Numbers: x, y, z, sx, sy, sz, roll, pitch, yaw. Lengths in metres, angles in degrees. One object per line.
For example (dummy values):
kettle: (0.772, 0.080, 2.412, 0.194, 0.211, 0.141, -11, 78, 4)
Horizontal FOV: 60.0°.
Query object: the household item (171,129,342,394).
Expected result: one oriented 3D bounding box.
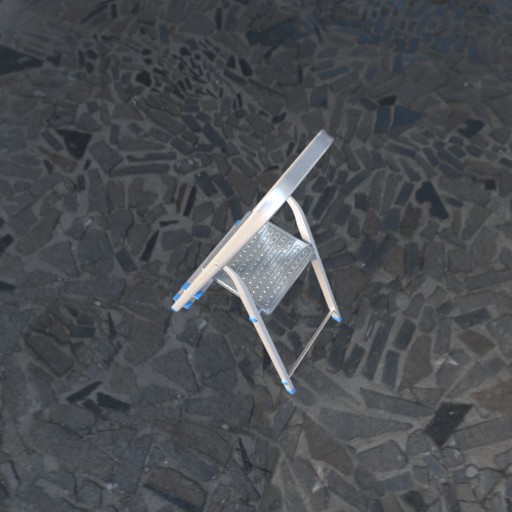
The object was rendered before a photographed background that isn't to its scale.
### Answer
household item: (0.000, 0.000, 1.528, 0.687, 1.215, 0.420, 32, 68, 15)
